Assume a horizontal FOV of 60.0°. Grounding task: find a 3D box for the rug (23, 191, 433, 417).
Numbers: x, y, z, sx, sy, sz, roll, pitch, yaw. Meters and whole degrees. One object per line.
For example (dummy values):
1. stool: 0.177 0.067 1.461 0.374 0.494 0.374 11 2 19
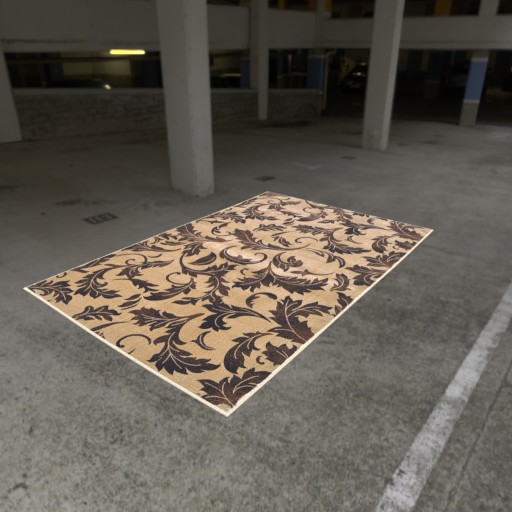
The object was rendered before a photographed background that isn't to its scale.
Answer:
1. rug: 0.000 0.000 2.837 1.522 0.008 2.284 19 31 34
